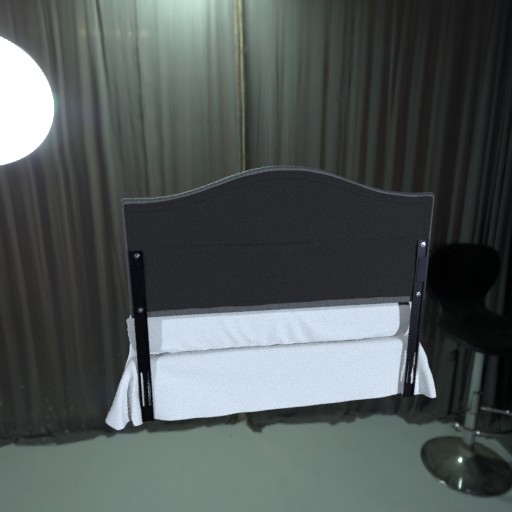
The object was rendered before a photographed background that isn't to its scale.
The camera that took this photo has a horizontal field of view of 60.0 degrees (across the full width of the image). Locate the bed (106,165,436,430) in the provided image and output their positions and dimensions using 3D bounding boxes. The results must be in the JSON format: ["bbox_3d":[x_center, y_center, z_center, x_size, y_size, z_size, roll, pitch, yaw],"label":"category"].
[{"bbox_3d":[0.000,0.000,3.855,2.314,1.651,2.219,-2,15,-9],"label":"bed"}]
